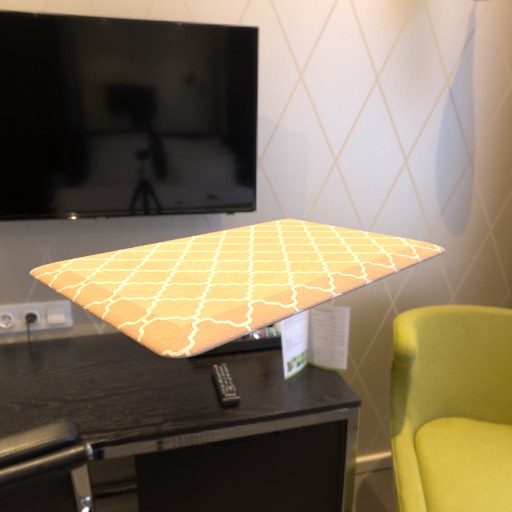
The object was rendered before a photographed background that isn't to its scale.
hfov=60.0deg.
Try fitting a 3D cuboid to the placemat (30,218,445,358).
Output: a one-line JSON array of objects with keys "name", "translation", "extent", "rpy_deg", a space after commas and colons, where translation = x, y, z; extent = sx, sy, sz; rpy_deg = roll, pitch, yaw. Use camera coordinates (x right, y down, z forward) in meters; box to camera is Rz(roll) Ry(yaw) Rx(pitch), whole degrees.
[{"name": "placemat", "translation": [0.000, 0.000, 0.939], "extent": [0.762, 0.021, 0.508], "rpy_deg": [-14, 21, -42]}]
